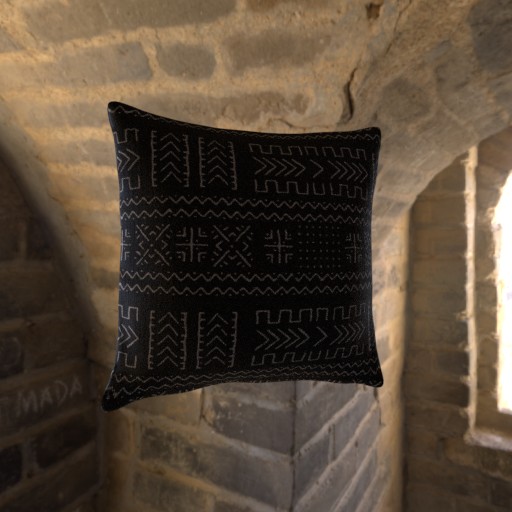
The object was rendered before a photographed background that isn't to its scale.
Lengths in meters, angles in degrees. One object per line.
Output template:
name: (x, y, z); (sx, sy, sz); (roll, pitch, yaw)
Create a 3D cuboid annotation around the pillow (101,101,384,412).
pillow: (0.000, 0.000, 0.666); (0.438, 0.430, 0.164); (0, -1, -18)
